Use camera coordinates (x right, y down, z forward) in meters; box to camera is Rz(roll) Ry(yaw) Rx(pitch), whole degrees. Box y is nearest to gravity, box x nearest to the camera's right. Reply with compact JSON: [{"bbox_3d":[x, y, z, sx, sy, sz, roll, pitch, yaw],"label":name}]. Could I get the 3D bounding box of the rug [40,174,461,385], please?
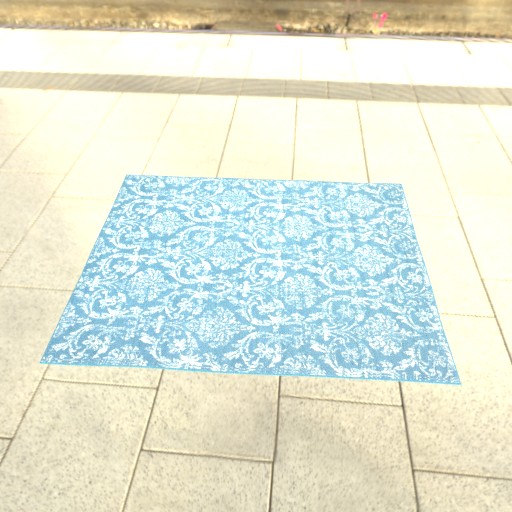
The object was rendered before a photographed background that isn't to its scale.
[{"bbox_3d":[0.000,0.000,3.955,2.980,0.012,2.363,2,45,2],"label":"rug"}]
